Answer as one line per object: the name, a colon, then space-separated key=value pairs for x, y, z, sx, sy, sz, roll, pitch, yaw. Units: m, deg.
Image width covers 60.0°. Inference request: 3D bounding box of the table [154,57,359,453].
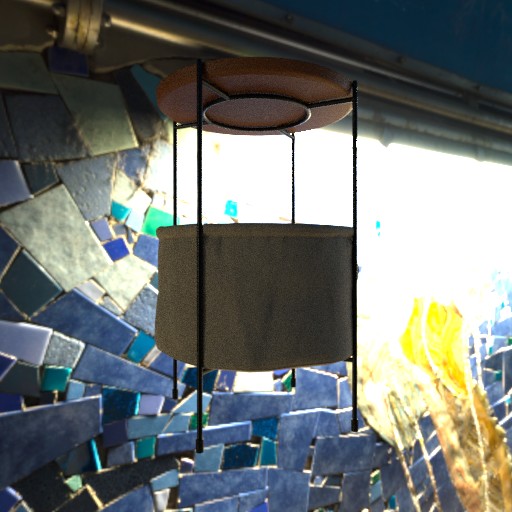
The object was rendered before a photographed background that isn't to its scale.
table: x=0.000 y=0.000 z=0.878 sx=0.393 sy=0.623 sz=0.393 roll=0 pitch=0 yaw=-18
